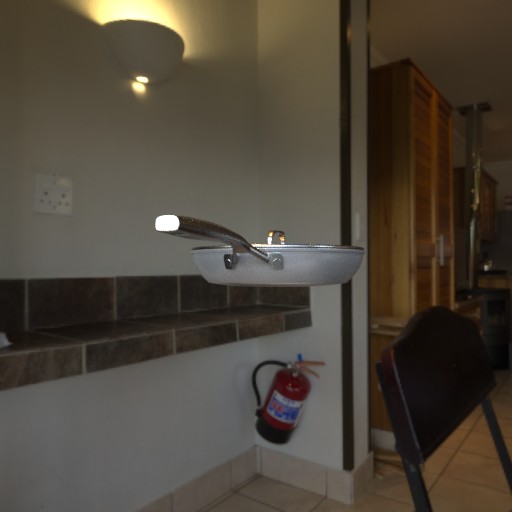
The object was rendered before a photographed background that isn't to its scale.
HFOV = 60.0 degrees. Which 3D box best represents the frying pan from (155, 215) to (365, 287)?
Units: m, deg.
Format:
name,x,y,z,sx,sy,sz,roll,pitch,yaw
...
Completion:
name,x,y,z,sx,sy,sz,roll,pitch,yaw
frying pan,0.000,0.000,0.600,0.272,0.086,0.490,-1,-2,18
